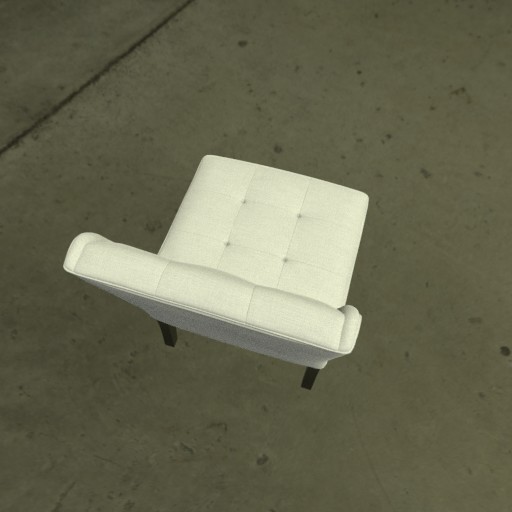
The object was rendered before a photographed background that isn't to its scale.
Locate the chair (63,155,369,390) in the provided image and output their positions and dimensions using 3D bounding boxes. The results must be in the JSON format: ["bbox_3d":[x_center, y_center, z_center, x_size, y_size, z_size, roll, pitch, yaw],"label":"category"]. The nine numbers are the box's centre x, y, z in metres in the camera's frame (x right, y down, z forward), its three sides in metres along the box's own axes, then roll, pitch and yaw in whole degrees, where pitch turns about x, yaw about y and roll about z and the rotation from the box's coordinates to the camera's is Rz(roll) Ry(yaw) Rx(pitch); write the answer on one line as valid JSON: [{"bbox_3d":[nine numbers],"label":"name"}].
[{"bbox_3d":[0.000,0.000,1.294,0.569,0.853,0.676,15,63,8],"label":"chair"}]
